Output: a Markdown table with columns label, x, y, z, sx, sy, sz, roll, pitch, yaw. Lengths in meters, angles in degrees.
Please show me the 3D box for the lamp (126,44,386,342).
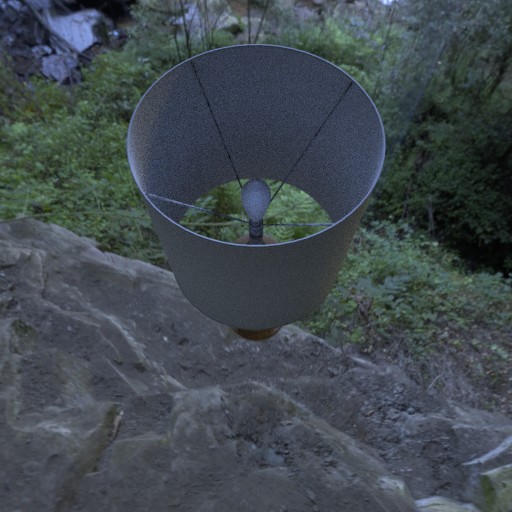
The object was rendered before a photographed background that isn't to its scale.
| label | x | y | z | sx | sy | sz | roll | pitch | yaw |
| --- | --- | --- | --- | --- | --- | --- | --- | --- | --- |
| lamp | 0.000 | 0.000 | 0.564 | 0.208 | 0.455 | 0.208 | 33 | 68 | 15 |
